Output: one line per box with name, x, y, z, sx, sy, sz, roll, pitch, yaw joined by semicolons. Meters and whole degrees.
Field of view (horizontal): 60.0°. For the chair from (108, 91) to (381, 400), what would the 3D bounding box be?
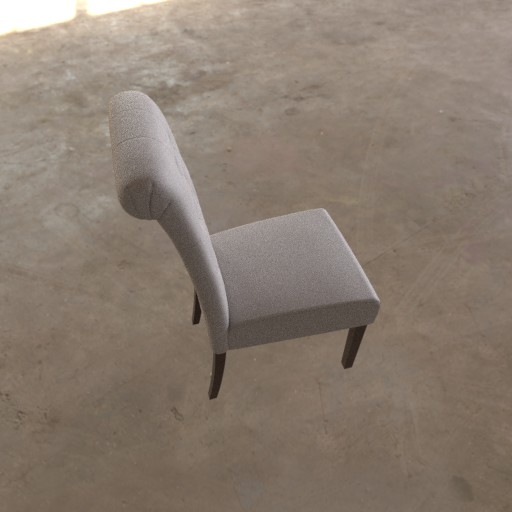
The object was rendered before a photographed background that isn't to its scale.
chair;0.000;0.000;1.382;0.671;1.006;0.456;-12;48;-11
